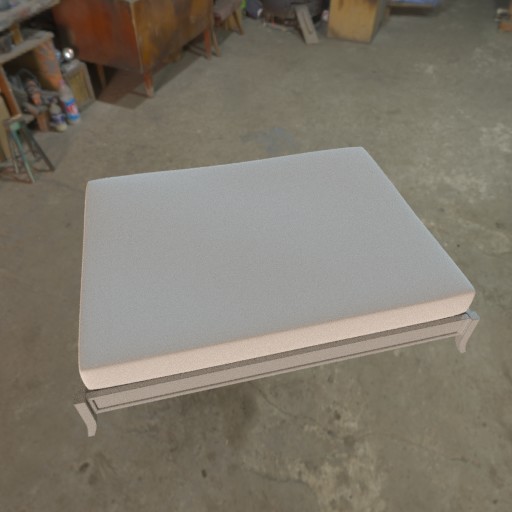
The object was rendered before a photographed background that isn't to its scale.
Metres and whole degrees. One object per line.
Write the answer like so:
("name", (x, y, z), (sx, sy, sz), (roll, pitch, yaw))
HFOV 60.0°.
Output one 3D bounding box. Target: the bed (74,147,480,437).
("bed", (0.000, 0.000, 2.760), (2.108, 0.510, 1.604), (-10, 46, -10))
